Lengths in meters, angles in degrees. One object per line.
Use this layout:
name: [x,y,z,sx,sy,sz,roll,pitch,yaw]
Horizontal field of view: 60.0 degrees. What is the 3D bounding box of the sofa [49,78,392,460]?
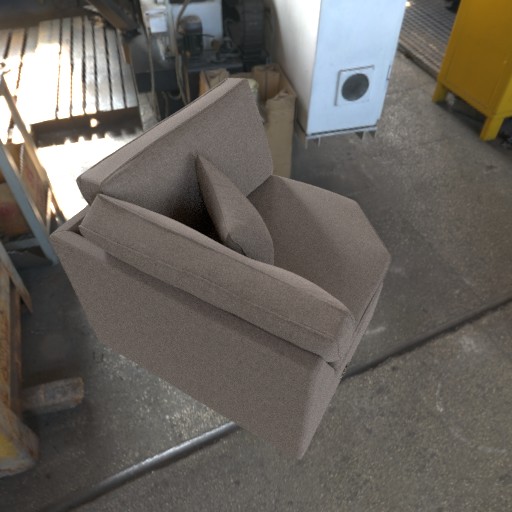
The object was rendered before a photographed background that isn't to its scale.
sofa: [0.000,0.000,1.844,1.050,0.951,1.042,24,52,21]
